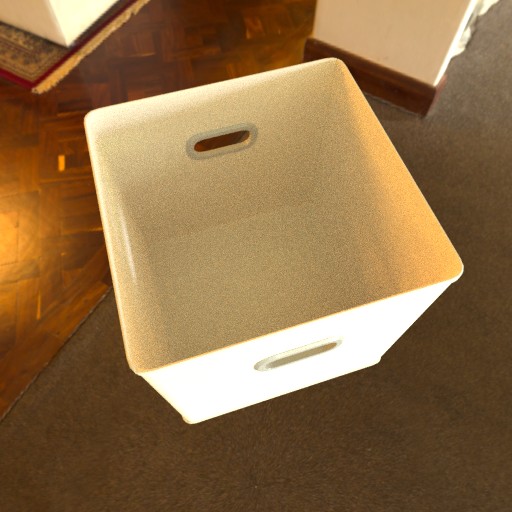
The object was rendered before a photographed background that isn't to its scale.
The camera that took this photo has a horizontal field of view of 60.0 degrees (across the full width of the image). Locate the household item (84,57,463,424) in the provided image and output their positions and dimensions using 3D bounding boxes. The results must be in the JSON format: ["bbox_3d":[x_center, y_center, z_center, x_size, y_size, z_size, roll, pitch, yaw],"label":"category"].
[{"bbox_3d":[0.000,0.000,0.571,0.305,0.305,0.305,-16,64,-8],"label":"household item"}]
